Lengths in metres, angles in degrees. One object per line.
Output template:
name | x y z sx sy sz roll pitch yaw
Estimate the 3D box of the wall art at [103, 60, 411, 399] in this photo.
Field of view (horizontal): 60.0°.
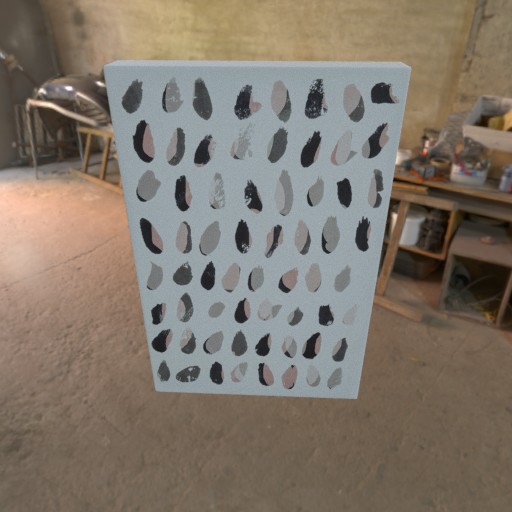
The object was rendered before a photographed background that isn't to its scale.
wall art | 0.000 0.000 0.475 0.252 0.381 0.039 1 30 2
